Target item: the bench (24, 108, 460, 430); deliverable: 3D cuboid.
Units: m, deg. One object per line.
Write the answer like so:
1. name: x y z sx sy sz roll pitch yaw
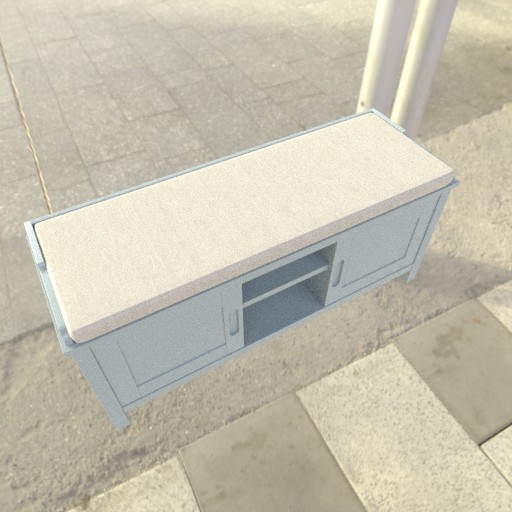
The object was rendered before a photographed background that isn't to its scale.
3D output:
1. bench: 0.000 0.000 1.368 1.140 0.501 0.398 -23 52 -19
